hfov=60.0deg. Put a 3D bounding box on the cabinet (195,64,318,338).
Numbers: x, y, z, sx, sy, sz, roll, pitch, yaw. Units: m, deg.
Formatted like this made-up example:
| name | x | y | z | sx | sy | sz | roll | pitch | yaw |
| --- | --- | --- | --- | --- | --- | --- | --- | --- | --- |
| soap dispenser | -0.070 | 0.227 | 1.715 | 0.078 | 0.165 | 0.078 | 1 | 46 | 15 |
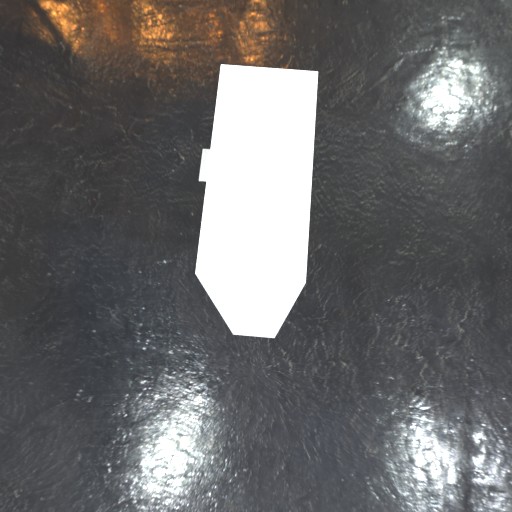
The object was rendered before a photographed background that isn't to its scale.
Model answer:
| name | x | y | z | sx | sy | sz | roll | pitch | yaw |
| --- | --- | --- | --- | --- | --- | --- | --- | --- | --- |
| cabinet | 0.000 | 0.000 | 1.794 | 0.255 | 1.630 | 0.520 | 5 | 76 | 1 |
